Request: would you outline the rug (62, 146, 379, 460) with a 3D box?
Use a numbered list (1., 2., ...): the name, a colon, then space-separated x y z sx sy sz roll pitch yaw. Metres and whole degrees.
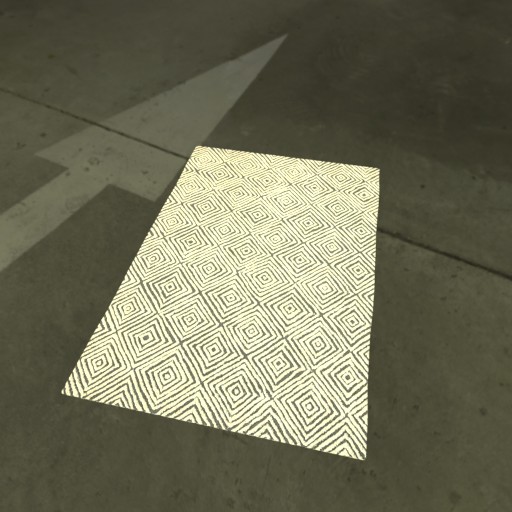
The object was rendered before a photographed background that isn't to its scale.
1. rug: 0.000 0.000 2.221 1.177 0.004 1.750 9 48 8
